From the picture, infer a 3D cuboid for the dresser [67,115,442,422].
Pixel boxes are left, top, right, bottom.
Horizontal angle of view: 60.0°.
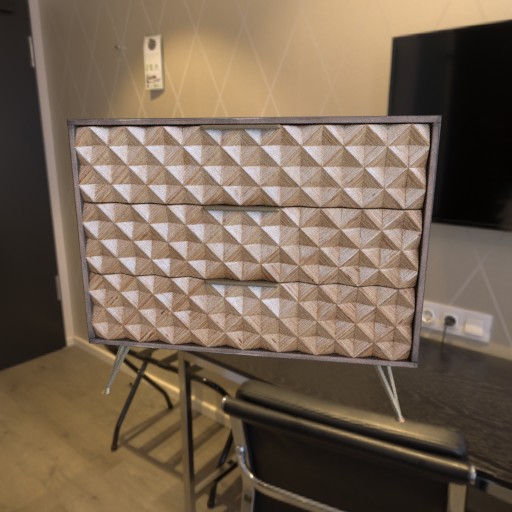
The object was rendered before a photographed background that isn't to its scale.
[{"bbox_3d":[0.000,0.000,1.381,0.923,0.801,0.453,2,14,9],"label":"dresser"}]
